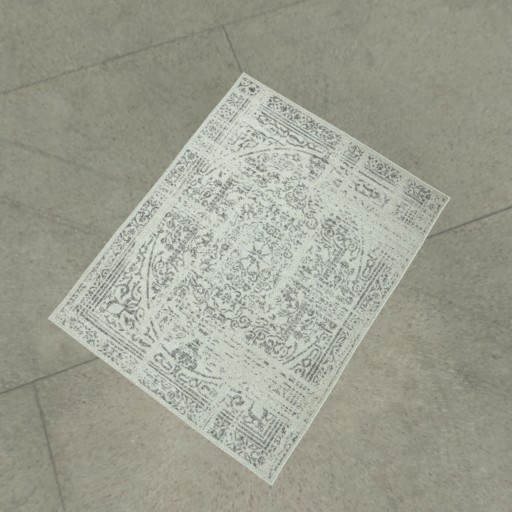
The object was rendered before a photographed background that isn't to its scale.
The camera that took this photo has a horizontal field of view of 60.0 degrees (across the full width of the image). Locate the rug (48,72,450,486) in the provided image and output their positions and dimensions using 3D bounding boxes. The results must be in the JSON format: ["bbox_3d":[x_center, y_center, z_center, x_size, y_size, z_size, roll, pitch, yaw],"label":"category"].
[{"bbox_3d":[0.000,0.000,3.892,2.311,0.032,2.921,34,79,8],"label":"rug"}]
